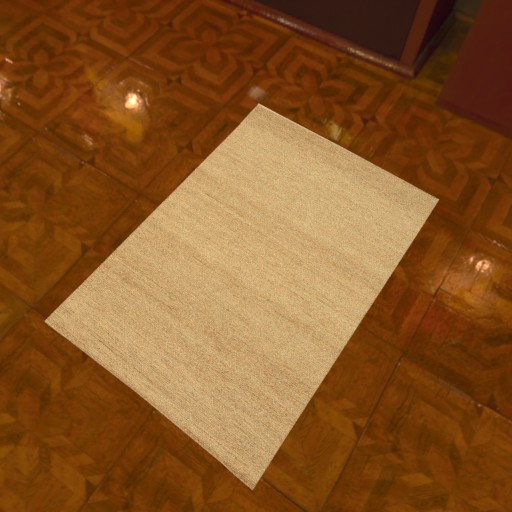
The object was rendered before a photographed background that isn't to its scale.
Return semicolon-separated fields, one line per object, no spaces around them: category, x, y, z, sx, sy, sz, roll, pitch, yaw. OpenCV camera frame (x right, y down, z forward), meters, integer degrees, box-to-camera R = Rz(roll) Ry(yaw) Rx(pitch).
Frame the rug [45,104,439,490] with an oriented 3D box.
rug;0.000;0.000;2.957;1.596;0.030;2.283;33;67;16
